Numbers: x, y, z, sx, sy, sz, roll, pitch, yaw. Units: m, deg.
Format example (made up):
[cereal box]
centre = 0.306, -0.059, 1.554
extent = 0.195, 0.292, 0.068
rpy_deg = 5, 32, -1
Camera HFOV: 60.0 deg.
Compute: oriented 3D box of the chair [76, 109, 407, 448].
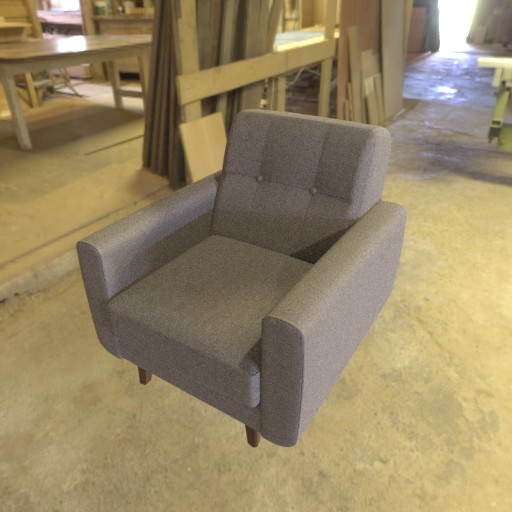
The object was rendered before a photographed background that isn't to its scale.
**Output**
[chair]
centre = 0.000, 0.000, 1.581
extent = 0.831, 0.839, 0.907
rpy_deg = 18, 35, 28
